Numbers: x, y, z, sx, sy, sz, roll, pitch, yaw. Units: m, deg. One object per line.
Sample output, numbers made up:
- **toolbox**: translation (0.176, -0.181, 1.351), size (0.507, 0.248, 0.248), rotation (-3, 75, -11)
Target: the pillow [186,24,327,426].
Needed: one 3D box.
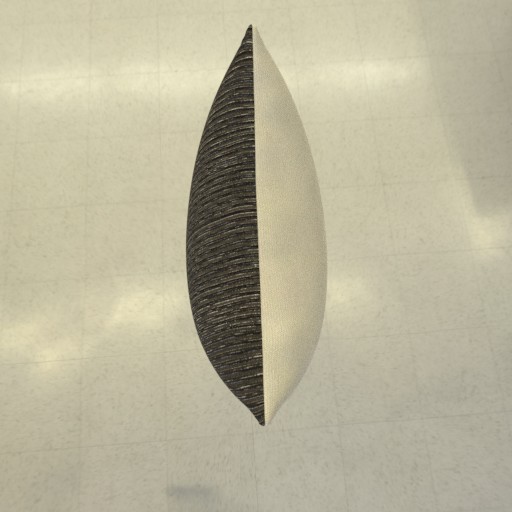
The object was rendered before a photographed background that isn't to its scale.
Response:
- **pillow**: translation (0.000, 0.000, 0.654), size (0.196, 0.434, 0.433), rotation (-2, 75, 0)
